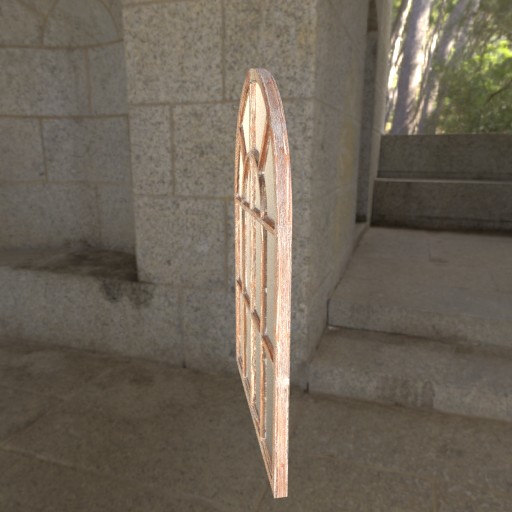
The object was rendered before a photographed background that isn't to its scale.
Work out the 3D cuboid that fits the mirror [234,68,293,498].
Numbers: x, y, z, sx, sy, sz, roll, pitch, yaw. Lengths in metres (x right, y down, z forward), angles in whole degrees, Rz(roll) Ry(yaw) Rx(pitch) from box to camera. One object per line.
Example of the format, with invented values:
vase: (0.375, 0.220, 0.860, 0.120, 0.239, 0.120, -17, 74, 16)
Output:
mirror: (0.000, 0.000, 1.171, 0.032, 0.920, 0.660, -2, 13, -9)
